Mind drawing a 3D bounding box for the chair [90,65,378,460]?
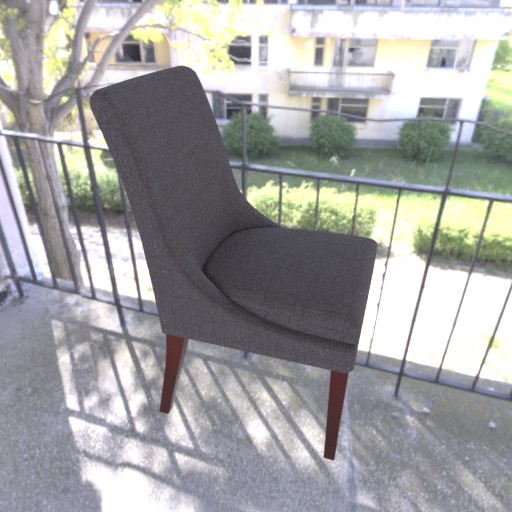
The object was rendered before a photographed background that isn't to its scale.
[{"bbox_3d":[0.000,0.000,1.286,0.655,0.952,0.508,10,32,16],"label":"chair"}]
